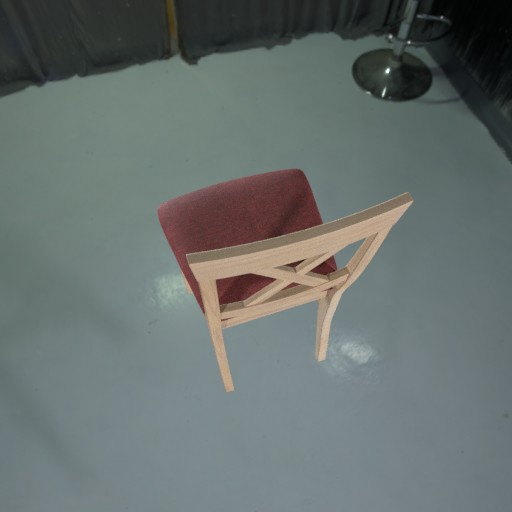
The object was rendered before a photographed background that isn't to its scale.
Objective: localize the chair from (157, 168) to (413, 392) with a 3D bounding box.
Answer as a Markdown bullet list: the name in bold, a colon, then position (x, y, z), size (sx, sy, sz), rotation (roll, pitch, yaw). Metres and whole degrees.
- **chair**: position (0.000, 0.000, 1.181), size (0.439, 0.912, 0.492), rotation (-16, 61, -9)
